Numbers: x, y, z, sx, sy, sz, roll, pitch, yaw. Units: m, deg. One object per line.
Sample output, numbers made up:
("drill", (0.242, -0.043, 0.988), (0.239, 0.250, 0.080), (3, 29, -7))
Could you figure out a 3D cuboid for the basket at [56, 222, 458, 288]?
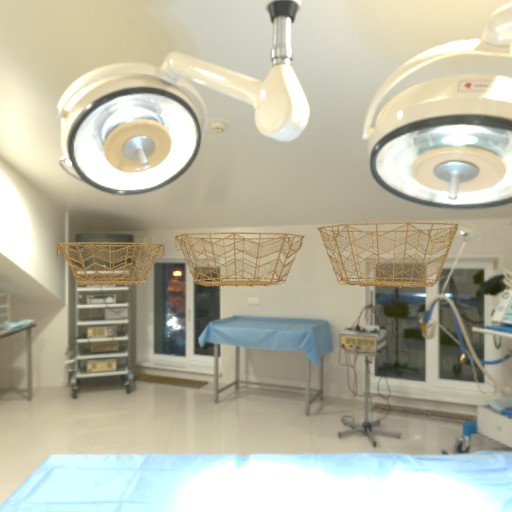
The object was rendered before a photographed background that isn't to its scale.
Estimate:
("basket", (0.000, 0.000, 1.387), (1.245, 0.178, 0.432), (0, 0, 2))
